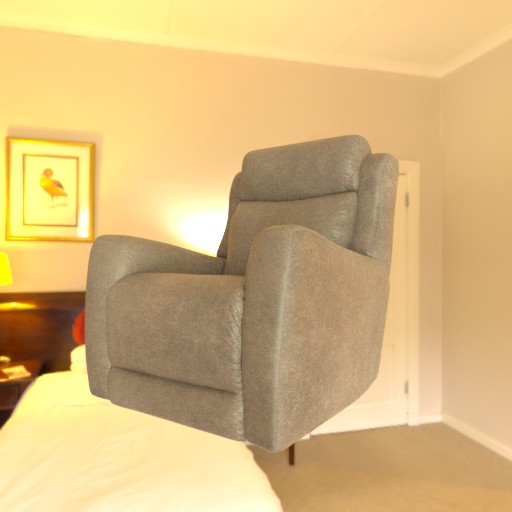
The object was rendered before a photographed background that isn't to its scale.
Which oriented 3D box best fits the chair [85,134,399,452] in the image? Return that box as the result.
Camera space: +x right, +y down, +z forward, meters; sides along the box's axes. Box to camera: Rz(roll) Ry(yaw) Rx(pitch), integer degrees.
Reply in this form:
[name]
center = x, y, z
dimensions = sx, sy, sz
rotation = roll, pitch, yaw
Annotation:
[chair]
center = 0.000, 0.000, 1.880
dimensions = 0.965, 1.116, 1.068
rotation = 0, 0, 36
